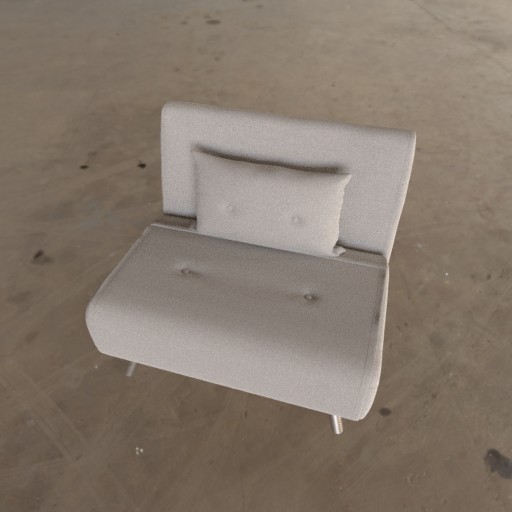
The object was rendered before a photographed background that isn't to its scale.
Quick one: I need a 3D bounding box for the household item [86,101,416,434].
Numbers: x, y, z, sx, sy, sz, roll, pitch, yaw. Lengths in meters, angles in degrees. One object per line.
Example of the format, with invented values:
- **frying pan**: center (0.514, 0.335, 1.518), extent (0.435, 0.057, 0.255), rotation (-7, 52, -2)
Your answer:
- **household item**: center (0.000, 0.000, 1.673), extent (1.000, 0.800, 0.874), rotation (11, 43, 12)
